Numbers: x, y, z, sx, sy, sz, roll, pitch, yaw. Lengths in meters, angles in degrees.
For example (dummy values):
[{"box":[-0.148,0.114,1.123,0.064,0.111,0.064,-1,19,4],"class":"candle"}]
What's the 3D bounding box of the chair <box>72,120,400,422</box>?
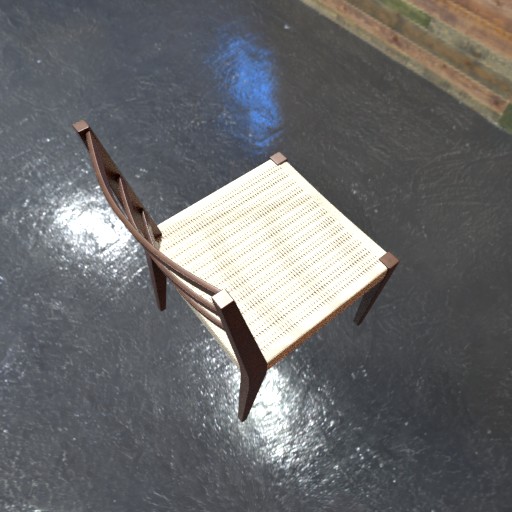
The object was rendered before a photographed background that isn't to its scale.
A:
[{"box":[0.000,0.000,1.135,0.551,0.813,0.480,-34,65,-19],"class":"chair"}]
